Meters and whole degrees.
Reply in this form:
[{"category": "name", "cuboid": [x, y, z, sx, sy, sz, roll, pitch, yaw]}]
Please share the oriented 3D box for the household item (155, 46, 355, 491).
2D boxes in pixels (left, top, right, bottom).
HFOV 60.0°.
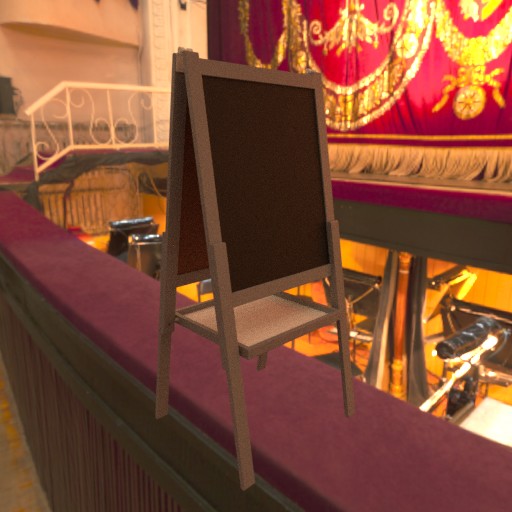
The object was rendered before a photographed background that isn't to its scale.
[{"category": "household item", "cuboid": [0.000, 0.000, 1.427, 0.531, 1.172, 0.469, -13, 19, -42]}]
